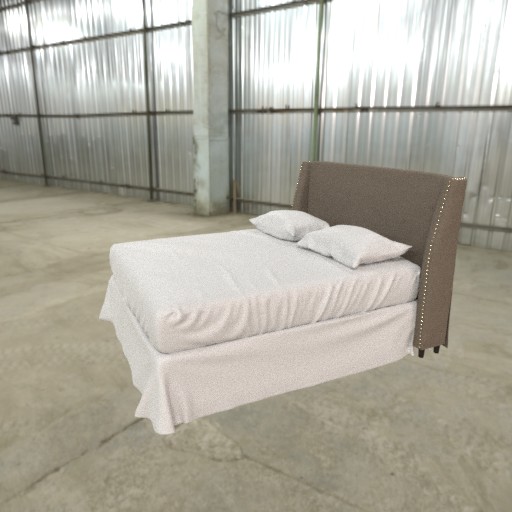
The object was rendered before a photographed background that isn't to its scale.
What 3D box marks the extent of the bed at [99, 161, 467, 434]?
[{"bbox_3d":[0.000,0.000,3.497,2.276,1.332,1.925,-8,17,-25],"label":"bed"}]
